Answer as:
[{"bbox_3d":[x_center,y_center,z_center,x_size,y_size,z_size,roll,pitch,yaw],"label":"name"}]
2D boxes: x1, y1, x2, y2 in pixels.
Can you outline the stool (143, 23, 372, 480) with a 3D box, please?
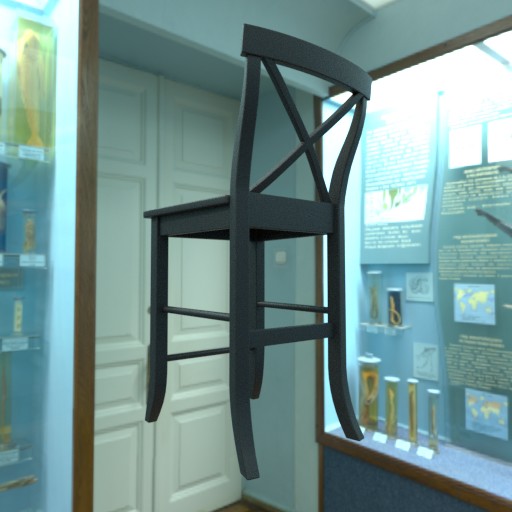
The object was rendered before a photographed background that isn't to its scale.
[{"bbox_3d":[0.000,0.000,1.267,0.452,0.989,0.559,2,-3,-38],"label":"stool"}]
